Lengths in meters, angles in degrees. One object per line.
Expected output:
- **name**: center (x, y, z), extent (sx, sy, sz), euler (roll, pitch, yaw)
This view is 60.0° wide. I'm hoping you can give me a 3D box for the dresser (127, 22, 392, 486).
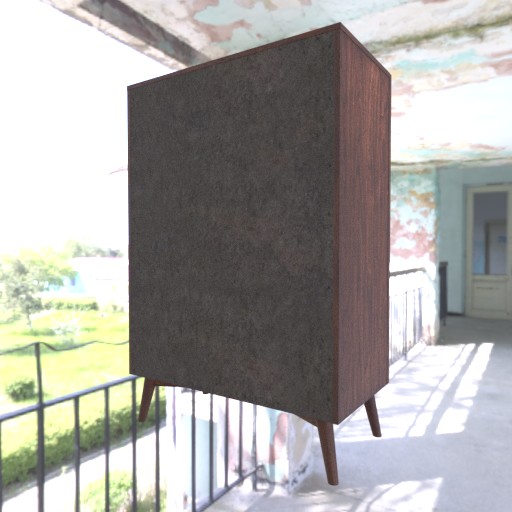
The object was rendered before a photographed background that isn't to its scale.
- **dresser**: center (0.000, 0.000, 1.750), extent (0.919, 1.365, 0.498), euler (1, 2, 34)
